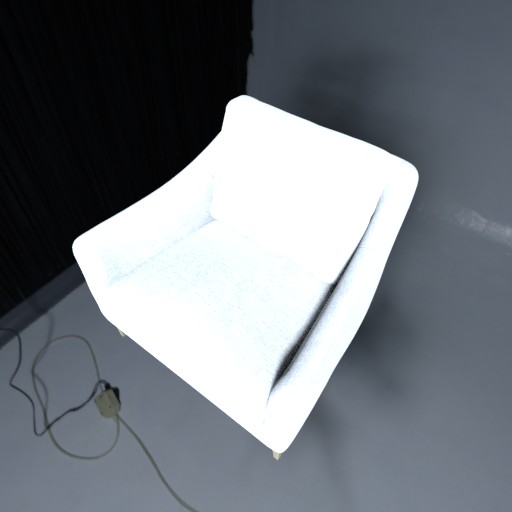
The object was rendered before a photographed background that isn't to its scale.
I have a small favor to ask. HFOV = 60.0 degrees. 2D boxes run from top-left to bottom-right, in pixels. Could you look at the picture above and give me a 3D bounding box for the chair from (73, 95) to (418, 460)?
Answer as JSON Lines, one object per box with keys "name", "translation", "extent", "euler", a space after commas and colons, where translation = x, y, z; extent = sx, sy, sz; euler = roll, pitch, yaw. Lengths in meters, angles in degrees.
{"name": "chair", "translation": [0.000, 0.000, 1.723], "extent": [0.986, 0.902, 0.961], "euler": [30, 53, 25]}
